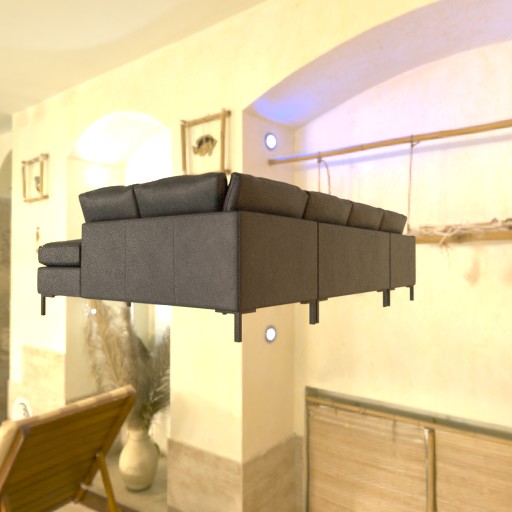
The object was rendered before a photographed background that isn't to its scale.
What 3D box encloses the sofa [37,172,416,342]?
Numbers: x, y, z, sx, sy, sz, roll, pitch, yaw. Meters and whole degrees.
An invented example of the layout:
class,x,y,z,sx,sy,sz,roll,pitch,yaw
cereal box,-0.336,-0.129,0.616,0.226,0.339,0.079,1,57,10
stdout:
class,x,y,z,sx,sy,sz,roll,pitch,yaw
sofa,0.000,0.000,3.936,1.939,0.900,2.956,0,-1,36
